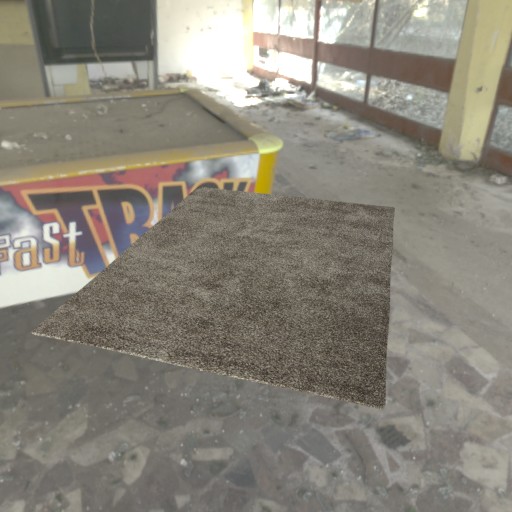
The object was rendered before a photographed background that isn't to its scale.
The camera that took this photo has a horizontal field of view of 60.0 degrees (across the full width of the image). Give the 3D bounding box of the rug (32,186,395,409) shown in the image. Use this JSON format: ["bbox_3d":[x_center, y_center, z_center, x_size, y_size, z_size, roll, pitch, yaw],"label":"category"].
[{"bbox_3d":[0.000,0.000,4.060,2.401,0.025,3.000,8,30,14],"label":"rug"}]
